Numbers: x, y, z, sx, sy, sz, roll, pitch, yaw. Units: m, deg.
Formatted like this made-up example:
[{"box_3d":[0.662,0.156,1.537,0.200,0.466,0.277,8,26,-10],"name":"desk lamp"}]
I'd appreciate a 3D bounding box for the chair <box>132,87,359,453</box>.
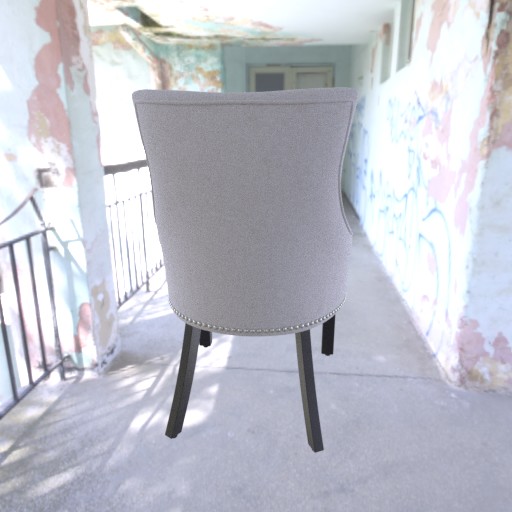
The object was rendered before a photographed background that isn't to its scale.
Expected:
[{"box_3d":[0.000,0.000,1.330,0.566,0.909,0.629,2,17,8],"name":"chair"}]
